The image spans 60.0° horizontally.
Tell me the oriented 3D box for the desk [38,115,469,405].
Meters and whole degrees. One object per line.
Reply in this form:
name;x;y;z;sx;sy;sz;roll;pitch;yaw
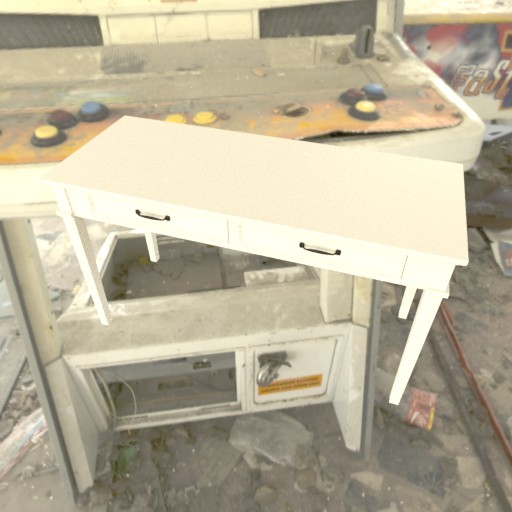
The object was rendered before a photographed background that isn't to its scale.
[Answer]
desk;0.000;0.000;1.792;1.372;0.774;0.559;12;42;14
